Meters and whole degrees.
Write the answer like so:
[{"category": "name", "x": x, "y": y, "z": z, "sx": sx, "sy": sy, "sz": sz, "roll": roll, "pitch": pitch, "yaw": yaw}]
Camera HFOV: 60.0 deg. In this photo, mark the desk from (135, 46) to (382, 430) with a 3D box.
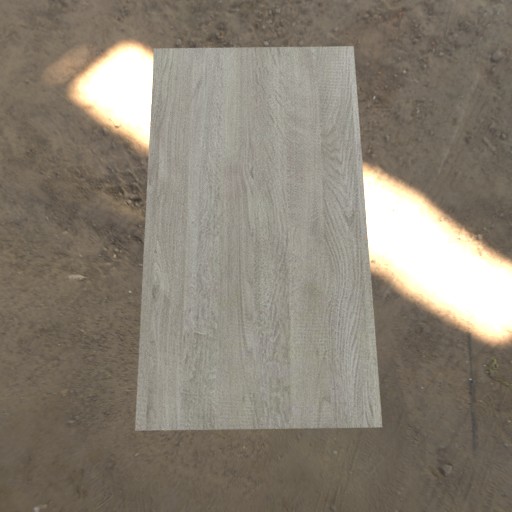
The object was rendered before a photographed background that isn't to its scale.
[{"category": "desk", "x": 0.000, "y": 0.000, "z": 1.349, "sx": 0.498, "sy": 0.724, "sz": 0.893, "roll": -1, "pitch": 76, "yaw": 0}]
